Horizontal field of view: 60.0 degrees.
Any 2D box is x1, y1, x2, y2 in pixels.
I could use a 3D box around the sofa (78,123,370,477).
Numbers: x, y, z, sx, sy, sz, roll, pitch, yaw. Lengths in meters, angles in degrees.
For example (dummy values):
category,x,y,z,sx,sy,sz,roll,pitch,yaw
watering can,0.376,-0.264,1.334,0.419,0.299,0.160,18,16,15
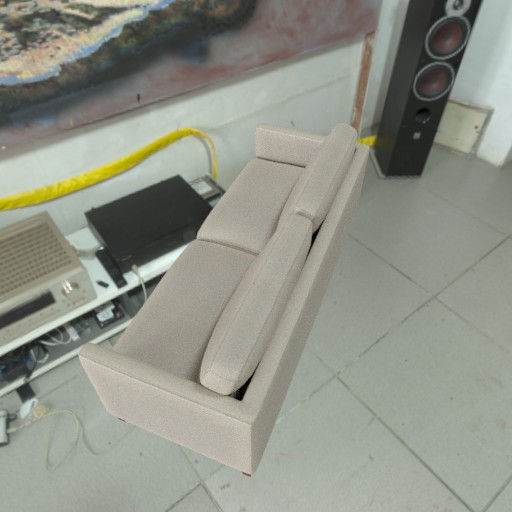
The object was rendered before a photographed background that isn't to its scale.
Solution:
category,x,y,z,sx,sy,sz,roll,pitch,yaw
sofa,0.000,0.000,2.933,0.951,0.968,2.361,16,48,15
